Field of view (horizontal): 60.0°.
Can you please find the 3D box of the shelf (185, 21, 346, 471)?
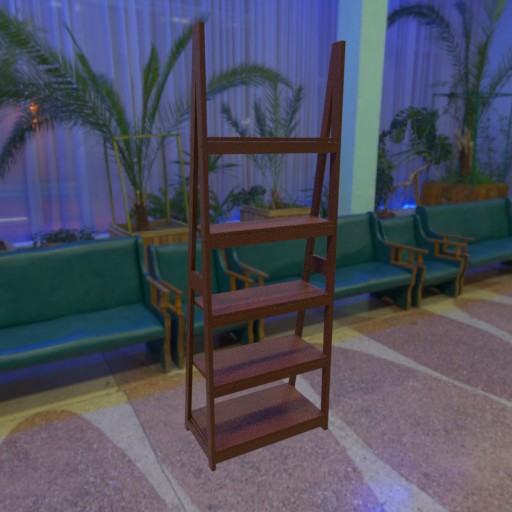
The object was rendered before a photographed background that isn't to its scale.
[{"bbox_3d":[0.000,0.000,2.000,0.630,1.780,0.356,-8,16,-27],"label":"shelf"}]
